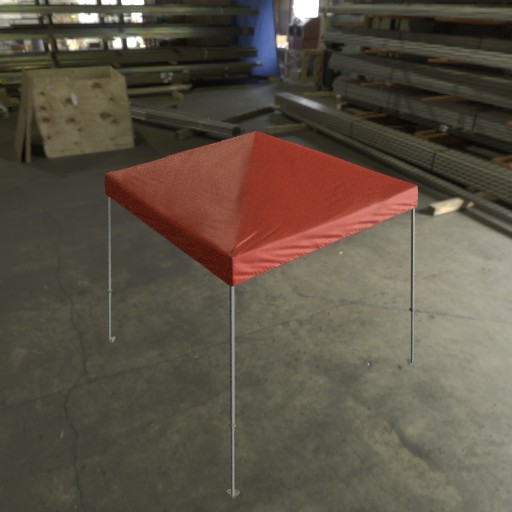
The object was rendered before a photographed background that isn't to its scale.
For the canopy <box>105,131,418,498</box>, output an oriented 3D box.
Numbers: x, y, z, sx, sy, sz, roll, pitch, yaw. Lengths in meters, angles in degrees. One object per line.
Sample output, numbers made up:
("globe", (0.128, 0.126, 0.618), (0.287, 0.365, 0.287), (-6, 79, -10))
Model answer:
("canopy", (0.000, 0.000, 5.107), (2.850, 2.850, 2.849), (-22, 36, -33))
